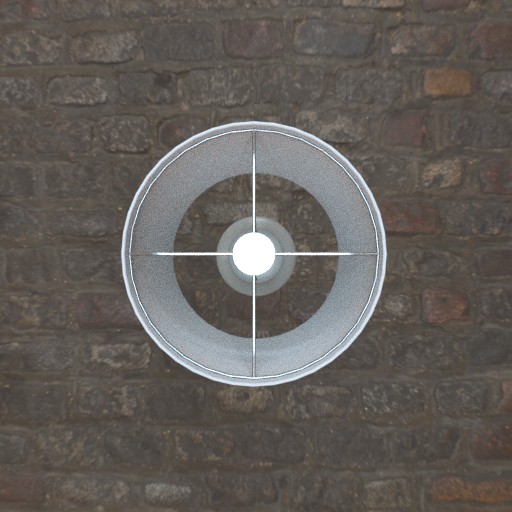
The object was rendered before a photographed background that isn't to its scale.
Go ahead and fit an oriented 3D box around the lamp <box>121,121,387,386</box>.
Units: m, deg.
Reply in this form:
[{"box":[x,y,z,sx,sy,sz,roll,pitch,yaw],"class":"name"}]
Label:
[{"box":[0.000,0.000,0.599,0.212,0.493,0.212,0,90,0],"class":"lamp"}]
